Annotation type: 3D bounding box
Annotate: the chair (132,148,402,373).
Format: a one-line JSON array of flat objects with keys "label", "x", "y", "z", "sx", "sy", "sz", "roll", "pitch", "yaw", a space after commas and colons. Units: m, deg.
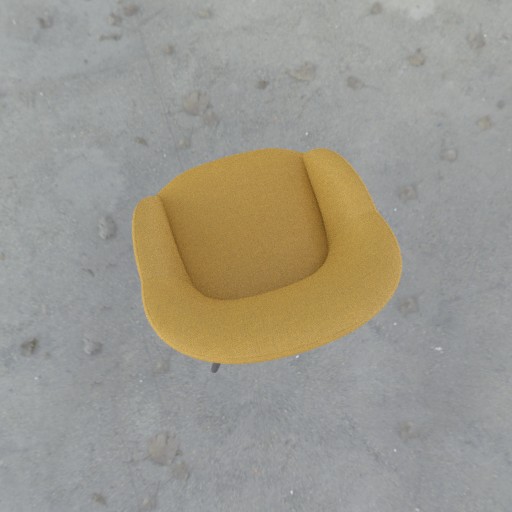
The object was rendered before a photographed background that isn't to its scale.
[{"label": "chair", "x": 0.000, "y": 0.000, "z": 1.207, "sx": 0.551, "sy": 0.793, "sz": 0.583, "roll": -17, "pitch": 75, "yaw": -5}]
